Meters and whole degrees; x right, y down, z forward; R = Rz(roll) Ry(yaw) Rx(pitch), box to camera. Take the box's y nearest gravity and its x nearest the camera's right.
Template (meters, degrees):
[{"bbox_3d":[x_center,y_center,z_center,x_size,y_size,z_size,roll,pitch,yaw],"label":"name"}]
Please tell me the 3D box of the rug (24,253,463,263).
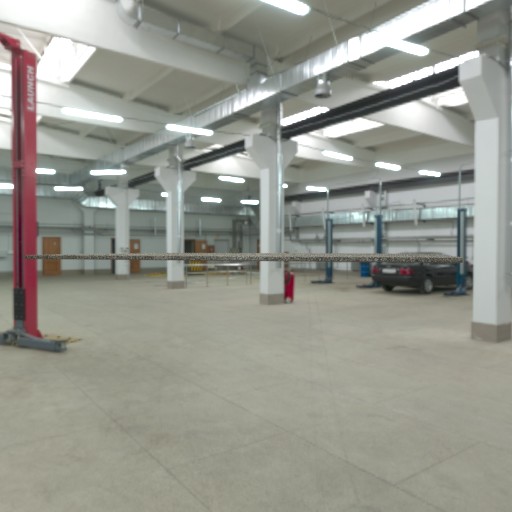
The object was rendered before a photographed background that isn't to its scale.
[{"bbox_3d":[0.000,0.000,3.407,2.699,0.026,1.802,0,1,18],"label":"rug"}]
